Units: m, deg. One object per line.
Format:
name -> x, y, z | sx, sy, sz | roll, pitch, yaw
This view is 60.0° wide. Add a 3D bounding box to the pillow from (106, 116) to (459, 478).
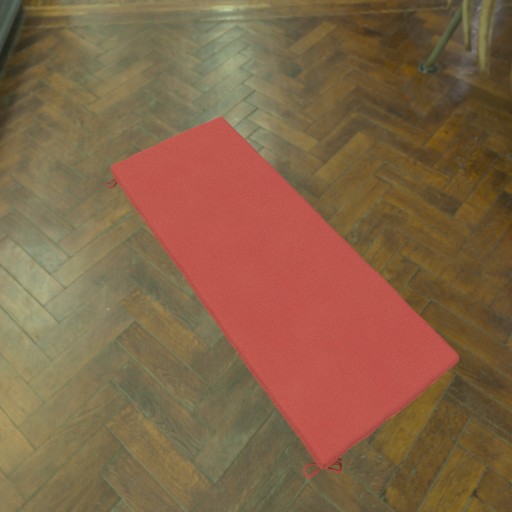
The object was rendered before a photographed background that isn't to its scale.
pillow -> 0.000, 0.000, 1.334 | 0.492, 0.081, 1.187 | -30, 62, -18
